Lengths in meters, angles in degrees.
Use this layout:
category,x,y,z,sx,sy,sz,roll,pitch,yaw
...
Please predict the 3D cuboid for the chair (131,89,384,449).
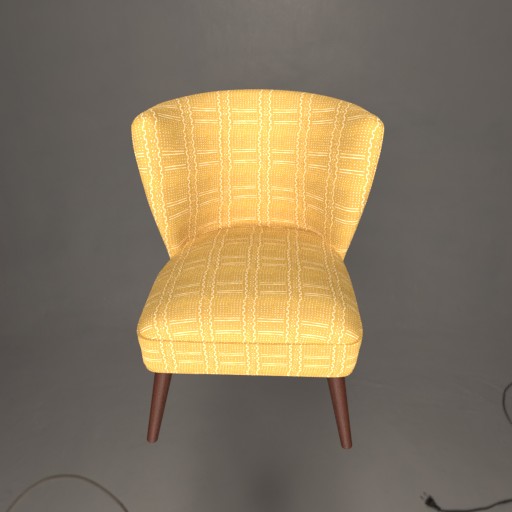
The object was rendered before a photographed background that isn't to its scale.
category,x,y,z,sx,sy,sz,roll,pitch,yaw
chair,0.000,0.000,1.400,0.706,0.866,0.758,1,32,2
